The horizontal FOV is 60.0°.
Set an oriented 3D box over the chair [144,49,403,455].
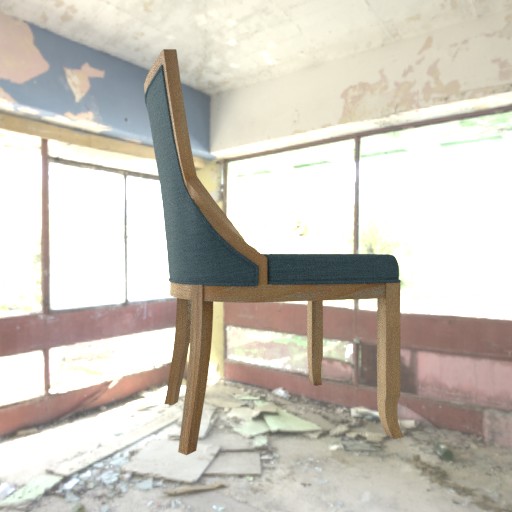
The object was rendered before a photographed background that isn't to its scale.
[{"bbox_3d":[0.000,0.000,1.306,0.641,0.947,0.524,0,0,-17],"label":"chair"}]
